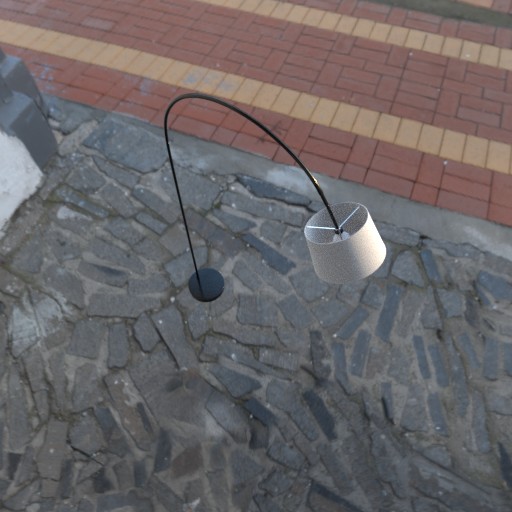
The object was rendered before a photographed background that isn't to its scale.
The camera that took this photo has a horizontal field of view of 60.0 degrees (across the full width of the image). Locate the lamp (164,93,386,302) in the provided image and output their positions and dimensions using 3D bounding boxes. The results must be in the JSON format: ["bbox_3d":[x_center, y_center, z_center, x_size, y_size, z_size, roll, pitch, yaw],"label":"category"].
[{"bbox_3d":[0.000,0.000,2.658,1.363,2.104,0.331,34,65,19],"label":"lamp"}]
